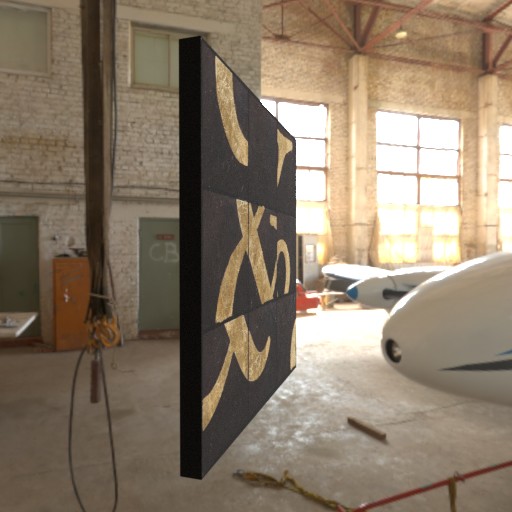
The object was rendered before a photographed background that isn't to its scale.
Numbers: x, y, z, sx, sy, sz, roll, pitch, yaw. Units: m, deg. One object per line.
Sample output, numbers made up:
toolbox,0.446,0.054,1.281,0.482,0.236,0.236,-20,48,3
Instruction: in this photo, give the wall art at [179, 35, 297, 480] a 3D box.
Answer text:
wall art,0.000,0.000,1.123,0.044,0.758,0.758,0,1,18
